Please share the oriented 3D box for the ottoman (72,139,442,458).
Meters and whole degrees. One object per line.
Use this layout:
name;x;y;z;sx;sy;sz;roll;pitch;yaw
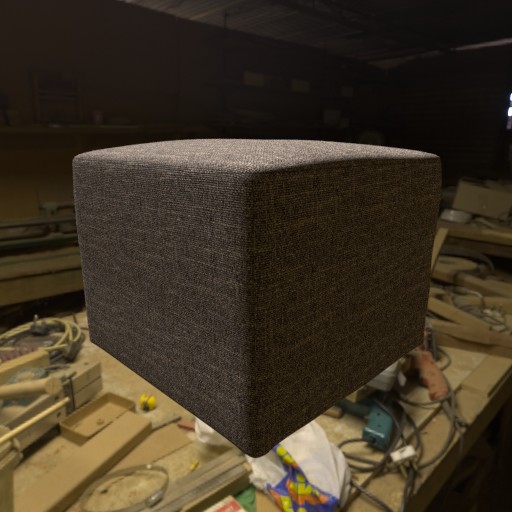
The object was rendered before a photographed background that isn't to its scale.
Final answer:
ottoman;0.000;0.000;0.890;0.512;0.453;0.521;-15;21;-43
